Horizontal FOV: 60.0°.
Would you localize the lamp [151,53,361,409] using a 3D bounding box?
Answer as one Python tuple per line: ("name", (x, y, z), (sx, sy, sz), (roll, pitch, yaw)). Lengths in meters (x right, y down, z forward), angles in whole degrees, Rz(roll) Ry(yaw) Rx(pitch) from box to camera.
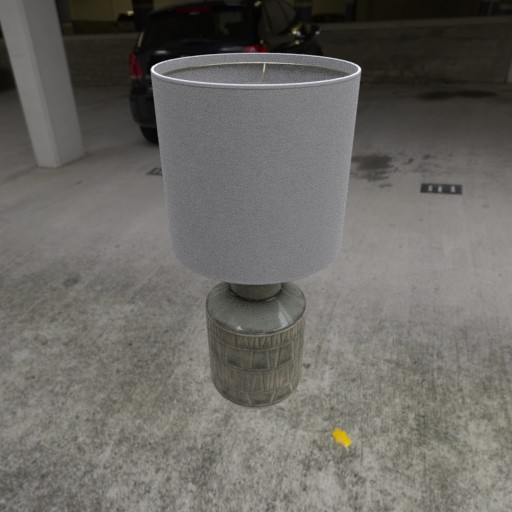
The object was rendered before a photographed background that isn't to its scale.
("lamp", (0.000, 0.000, 0.571), (0.211, 0.455, 0.211), (11, 33, 17))
